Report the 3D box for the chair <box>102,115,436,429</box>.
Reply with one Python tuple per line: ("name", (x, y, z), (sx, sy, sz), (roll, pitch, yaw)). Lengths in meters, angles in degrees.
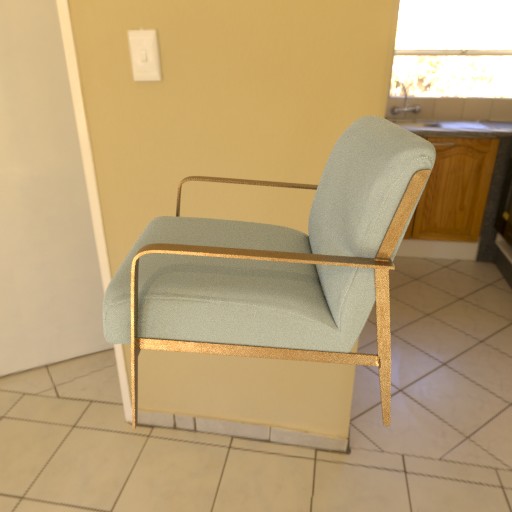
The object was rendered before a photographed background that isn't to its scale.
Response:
("chair", (0.000, 0.000, 1.439), (0.842, 0.824, 0.701), (0, 24, 0))
